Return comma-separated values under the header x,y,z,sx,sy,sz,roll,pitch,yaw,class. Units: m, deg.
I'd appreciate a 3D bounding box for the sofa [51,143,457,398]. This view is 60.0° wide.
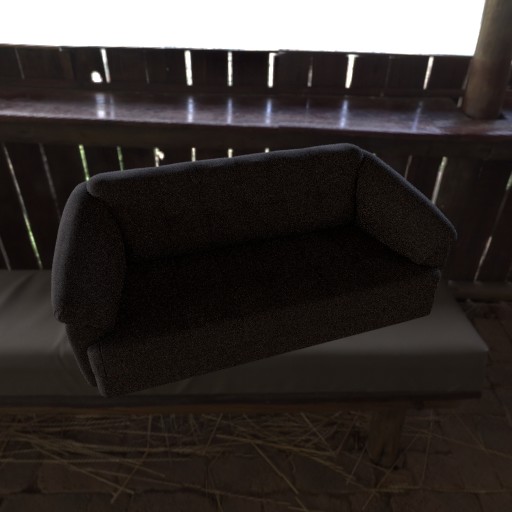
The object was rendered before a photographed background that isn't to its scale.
x,y,z,sx,sy,sz,roll,pitch,yaw,class
0.000,0.000,2.257,1.849,0.790,0.887,-11,35,-16,sofa
